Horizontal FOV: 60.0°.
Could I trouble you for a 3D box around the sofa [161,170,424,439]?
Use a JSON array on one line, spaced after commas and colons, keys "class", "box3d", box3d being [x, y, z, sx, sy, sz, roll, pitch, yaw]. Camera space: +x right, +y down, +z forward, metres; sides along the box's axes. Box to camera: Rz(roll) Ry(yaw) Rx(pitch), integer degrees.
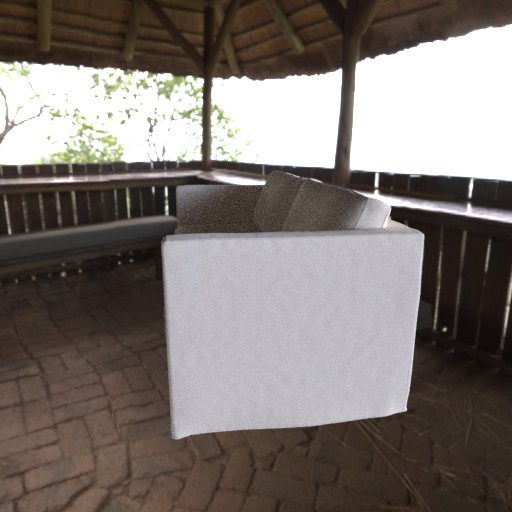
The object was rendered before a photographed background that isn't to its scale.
[{"class": "sofa", "box3d": [0.000, 0.000, 2.493, 0.940, 0.870, 1.987, -2, 14, -8]}]
